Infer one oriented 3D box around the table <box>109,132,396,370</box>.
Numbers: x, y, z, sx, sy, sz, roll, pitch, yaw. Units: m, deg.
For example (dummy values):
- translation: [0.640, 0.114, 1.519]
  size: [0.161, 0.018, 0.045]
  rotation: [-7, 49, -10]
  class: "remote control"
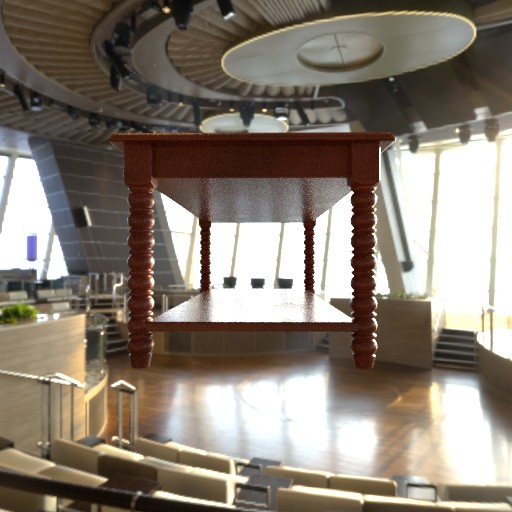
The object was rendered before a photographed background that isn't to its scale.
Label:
- translation: [0.000, 0.000, 1.468]
  size: [0.580, 0.485, 1.171]
  rotation: [0, -1, 1]
  class: "table"
